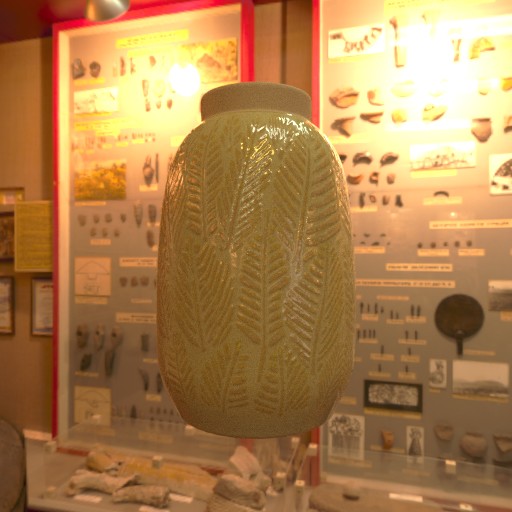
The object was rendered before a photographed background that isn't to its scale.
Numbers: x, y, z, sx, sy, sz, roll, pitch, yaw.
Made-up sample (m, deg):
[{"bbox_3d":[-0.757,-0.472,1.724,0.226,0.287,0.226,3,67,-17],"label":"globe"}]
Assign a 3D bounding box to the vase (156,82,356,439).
[{"bbox_3d":[0.000,0.000,0.390,0.172,0.270,0.172,0,1,0],"label":"vase"}]
